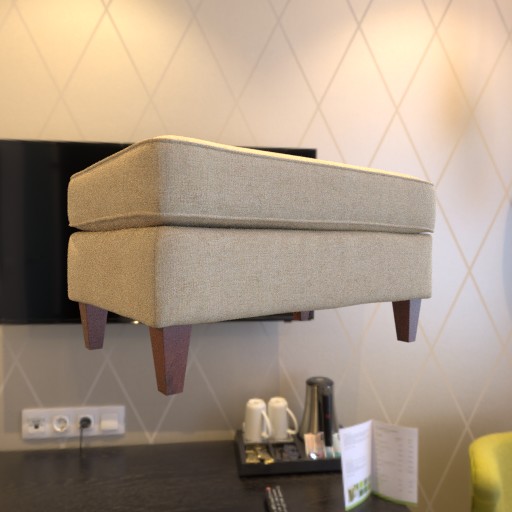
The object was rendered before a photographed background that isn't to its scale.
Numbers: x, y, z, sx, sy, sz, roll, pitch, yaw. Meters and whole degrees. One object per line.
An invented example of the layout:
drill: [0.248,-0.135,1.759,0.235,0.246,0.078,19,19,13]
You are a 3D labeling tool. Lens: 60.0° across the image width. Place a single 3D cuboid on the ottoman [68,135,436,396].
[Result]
ottoman: [0.000,0.000,1.209,0.862,0.484,0.583,-1,2,-37]
